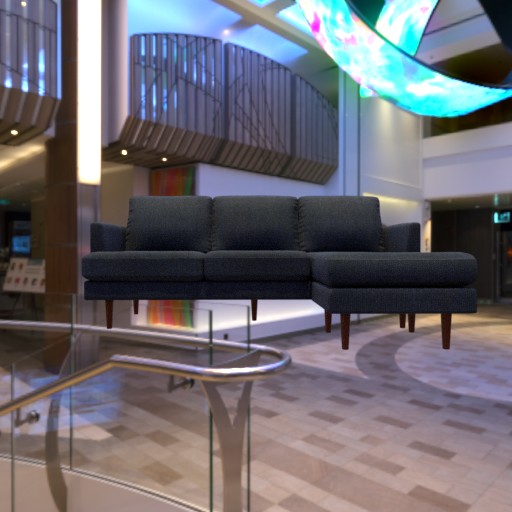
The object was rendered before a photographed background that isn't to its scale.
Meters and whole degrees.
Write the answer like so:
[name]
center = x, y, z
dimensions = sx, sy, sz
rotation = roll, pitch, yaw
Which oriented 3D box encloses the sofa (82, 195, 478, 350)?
[sofa]
center = 0.000, 0.000, 2.955
dimensions = 2.233, 0.956, 1.504
rotation = 0, 0, -1
